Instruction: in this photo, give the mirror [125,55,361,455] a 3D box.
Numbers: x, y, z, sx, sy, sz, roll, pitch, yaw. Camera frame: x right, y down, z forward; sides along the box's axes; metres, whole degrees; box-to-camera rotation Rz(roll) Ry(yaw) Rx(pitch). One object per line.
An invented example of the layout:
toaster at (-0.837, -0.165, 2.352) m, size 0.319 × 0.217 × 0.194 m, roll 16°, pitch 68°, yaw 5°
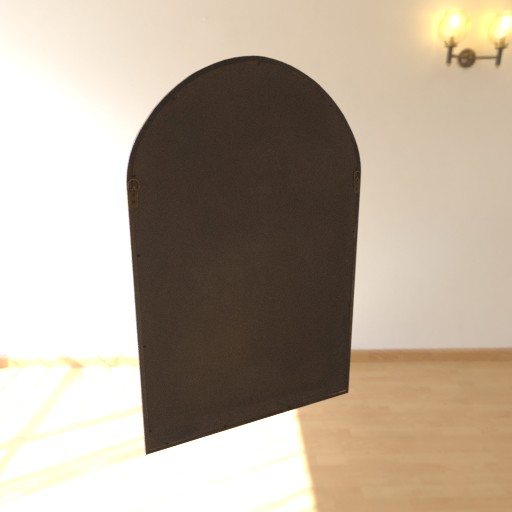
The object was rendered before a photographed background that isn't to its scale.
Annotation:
mirror at (0.000, 0.000, 1.101) m, size 0.609 × 0.915 × 0.032 m, roll -7°, pitch 16°, yaw -26°
